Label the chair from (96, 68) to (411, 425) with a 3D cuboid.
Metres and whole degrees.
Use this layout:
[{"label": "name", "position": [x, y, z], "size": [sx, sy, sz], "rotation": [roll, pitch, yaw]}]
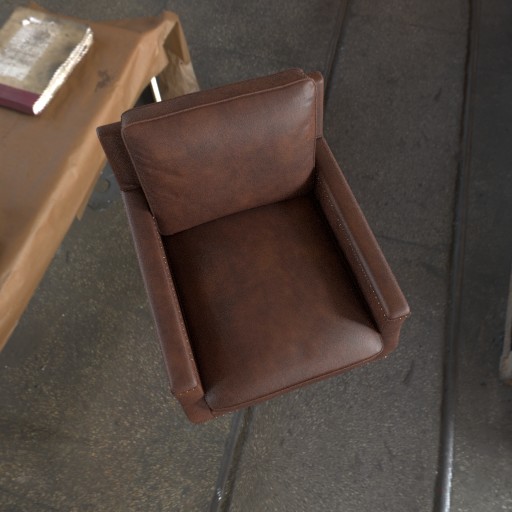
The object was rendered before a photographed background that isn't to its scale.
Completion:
[{"label": "chair", "position": [0.000, 0.000, 1.707], "size": [0.853, 0.929, 1.014], "rotation": [-17, 66, -8]}]
